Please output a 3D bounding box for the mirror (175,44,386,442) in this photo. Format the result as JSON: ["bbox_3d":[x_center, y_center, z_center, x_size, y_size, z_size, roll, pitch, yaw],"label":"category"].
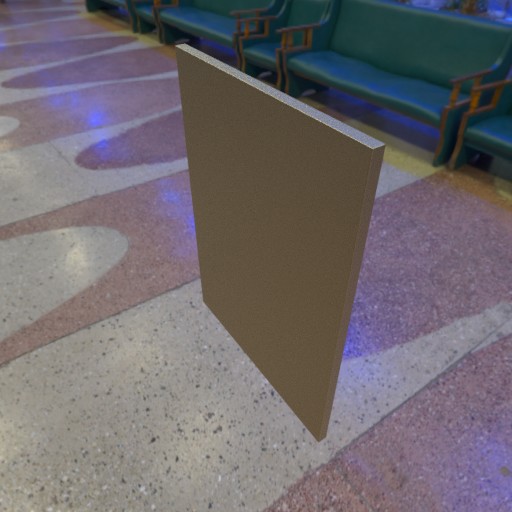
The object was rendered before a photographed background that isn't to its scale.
[{"bbox_3d":[0.000,0.000,1.333,0.032,1.023,0.756,-24,46,-25],"label":"mirror"}]
